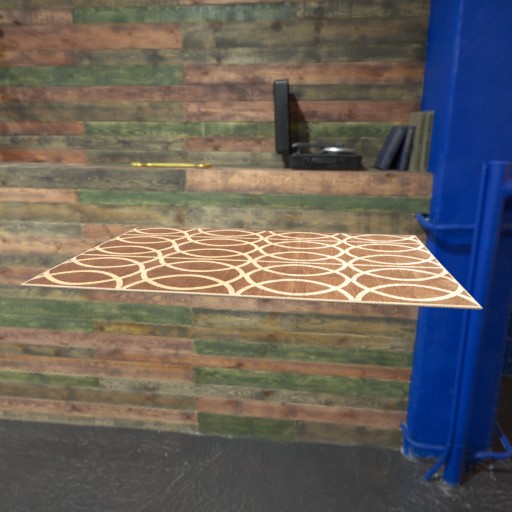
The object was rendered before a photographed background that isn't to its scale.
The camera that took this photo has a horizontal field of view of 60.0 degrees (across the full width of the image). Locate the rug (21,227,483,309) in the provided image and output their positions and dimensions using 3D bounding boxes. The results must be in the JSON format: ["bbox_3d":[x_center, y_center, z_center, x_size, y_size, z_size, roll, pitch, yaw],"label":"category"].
[{"bbox_3d":[0.000,0.000,2.883,2.294,0.014,1.528,2,15,8],"label":"rug"}]
